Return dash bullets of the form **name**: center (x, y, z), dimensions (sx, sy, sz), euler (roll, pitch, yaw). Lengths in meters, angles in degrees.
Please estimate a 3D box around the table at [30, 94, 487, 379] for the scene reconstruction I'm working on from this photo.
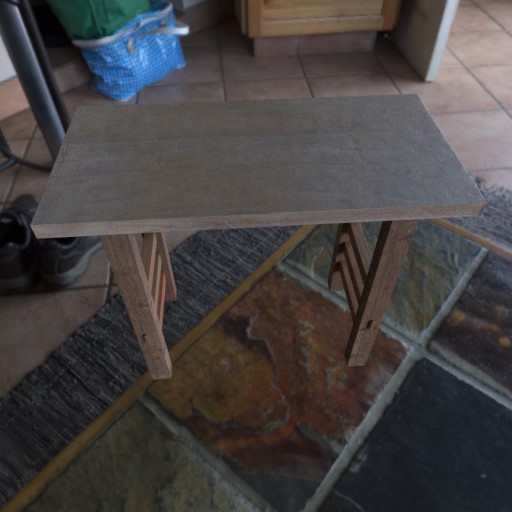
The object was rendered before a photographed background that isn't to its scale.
- **table**: center (0.000, 0.000, 1.605), dimensions (1.119, 0.914, 0.556), euler (-3, 48, -3)
